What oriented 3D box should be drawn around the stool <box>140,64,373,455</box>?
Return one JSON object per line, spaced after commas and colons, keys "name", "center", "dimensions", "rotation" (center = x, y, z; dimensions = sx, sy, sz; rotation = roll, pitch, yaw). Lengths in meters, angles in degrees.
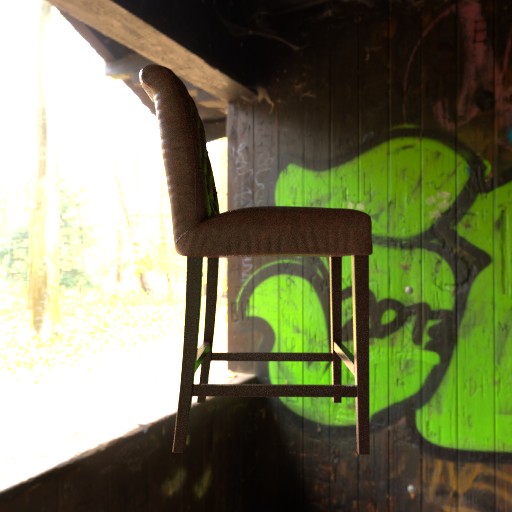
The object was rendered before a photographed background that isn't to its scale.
{"name": "stool", "center": [0.000, 0.000, 1.446], "dimensions": [0.660, 1.084, 0.486], "rotation": [0, -1, 1]}
